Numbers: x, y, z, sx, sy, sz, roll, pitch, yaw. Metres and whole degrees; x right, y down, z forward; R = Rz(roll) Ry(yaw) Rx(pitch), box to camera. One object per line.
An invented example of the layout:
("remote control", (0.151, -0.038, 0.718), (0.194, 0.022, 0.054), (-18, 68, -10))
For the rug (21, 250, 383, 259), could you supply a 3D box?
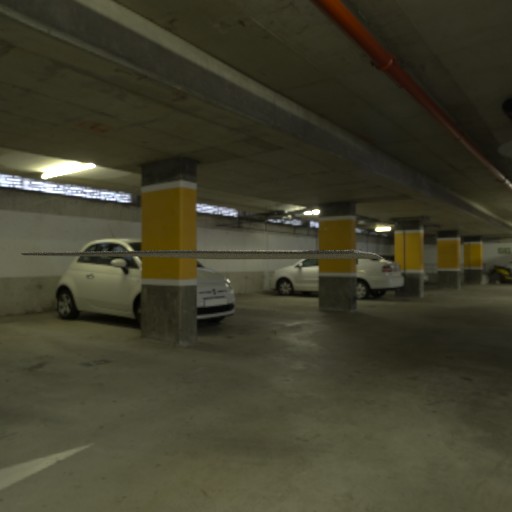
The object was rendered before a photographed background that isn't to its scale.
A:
("rug", (0.000, 0.000, 2.233), (1.159, 0.021, 1.789), (0, -1, 19))
